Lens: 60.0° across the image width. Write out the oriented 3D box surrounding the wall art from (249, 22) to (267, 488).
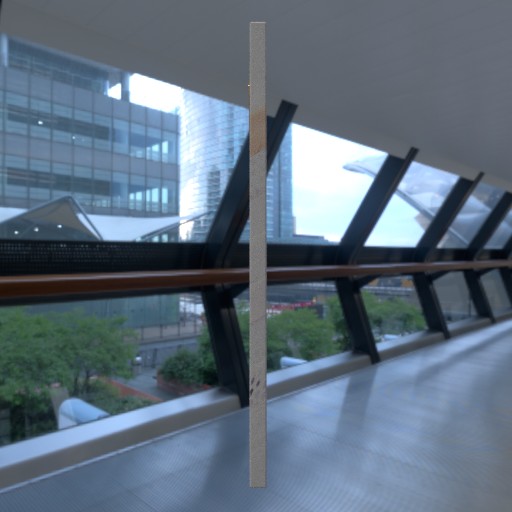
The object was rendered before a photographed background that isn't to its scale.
[{"bbox_3d":[0.000,0.000,1.111,0.036,0.848,0.613,0,-1,0],"label":"wall art"}]
